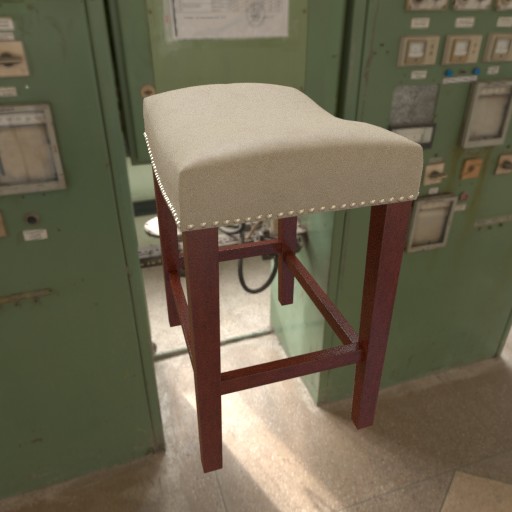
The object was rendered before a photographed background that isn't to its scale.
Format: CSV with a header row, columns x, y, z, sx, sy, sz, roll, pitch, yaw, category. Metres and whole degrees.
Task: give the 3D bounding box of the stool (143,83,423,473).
x,y,z,sx,sy,sz,roll,pitch,yaw,category
0.000,0.000,0.947,0.375,0.632,0.509,-9,31,-15,stool
